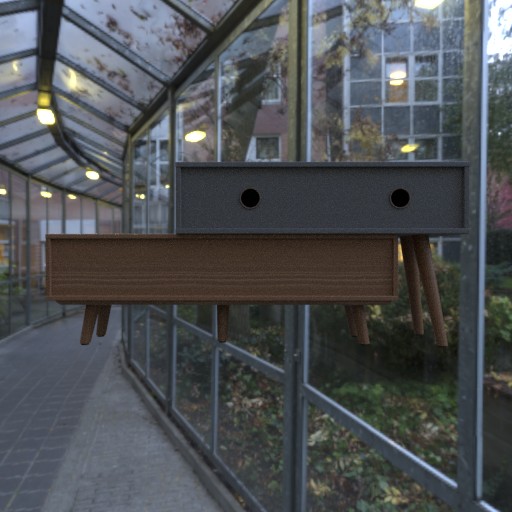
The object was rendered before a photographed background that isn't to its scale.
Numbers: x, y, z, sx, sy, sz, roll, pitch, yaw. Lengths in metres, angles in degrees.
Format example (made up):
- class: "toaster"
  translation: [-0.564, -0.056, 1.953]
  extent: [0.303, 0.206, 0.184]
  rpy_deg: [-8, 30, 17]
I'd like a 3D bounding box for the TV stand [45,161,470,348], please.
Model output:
- class: "TV stand"
  translation: [0.000, 0.000, 1.552]
  extent: [1.336, 0.591, 0.329]
  rpy_deg: [0, 0, 0]
